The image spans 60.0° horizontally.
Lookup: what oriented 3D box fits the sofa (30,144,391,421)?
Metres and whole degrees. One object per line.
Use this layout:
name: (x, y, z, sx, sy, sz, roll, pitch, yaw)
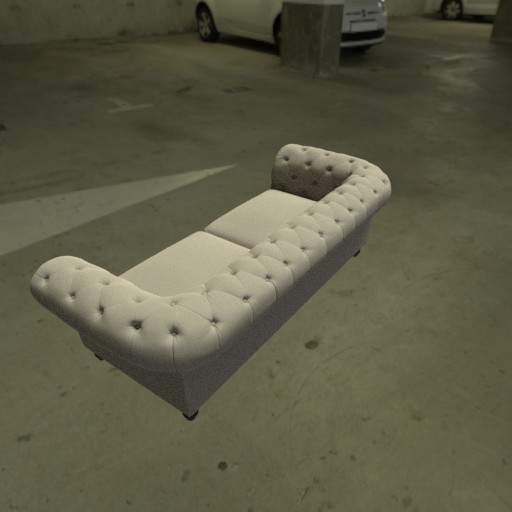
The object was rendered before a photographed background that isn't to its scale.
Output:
sofa: (0.000, 0.000, 2.815, 0.991, 0.749, 2.411, 21, 38, 30)
